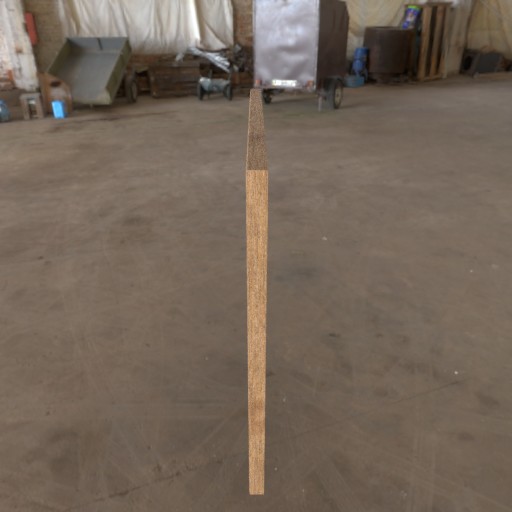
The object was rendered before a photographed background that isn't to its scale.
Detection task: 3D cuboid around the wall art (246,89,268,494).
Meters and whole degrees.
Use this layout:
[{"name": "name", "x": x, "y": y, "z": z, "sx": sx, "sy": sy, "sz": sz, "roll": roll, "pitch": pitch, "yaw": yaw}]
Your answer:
[{"name": "wall art", "x": 0.000, "y": 0.000, "z": 0.949, "sx": 0.026, "sy": 0.588, "sz": 0.690, "roll": 0, "pitch": 28, "yaw": 0}]
